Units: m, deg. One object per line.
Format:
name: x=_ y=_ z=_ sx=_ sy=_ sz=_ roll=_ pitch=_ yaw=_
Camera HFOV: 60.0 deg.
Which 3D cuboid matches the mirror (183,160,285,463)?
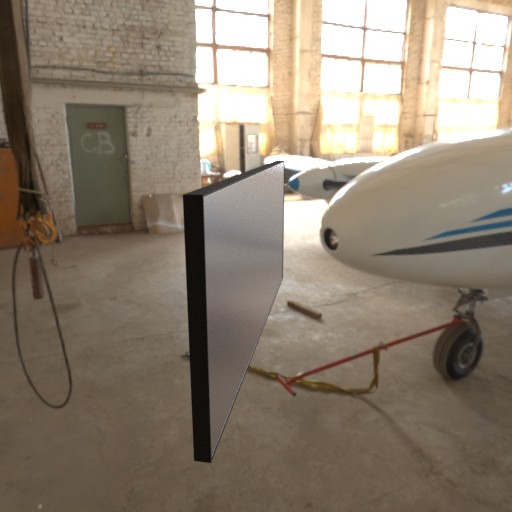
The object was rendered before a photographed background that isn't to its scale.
mirror: x=0.000 y=0.000 z=1.812 sx=0.047 sy=0.692 sz=1.584 roll=3 pitch=15 yaw=10
